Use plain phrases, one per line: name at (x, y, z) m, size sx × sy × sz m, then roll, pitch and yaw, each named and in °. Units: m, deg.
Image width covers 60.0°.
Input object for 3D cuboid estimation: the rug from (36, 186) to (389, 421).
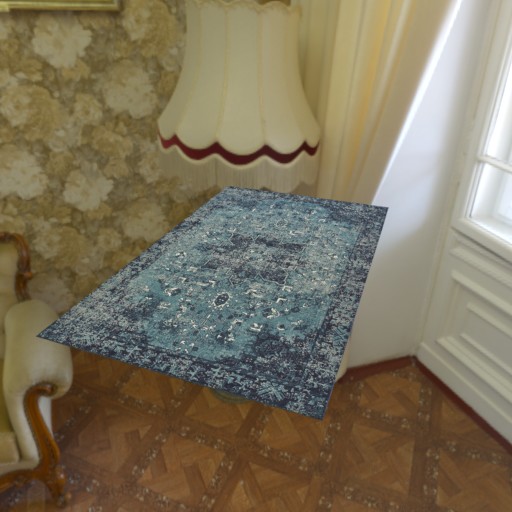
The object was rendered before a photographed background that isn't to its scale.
rug at (0.000, 0.000, 3.066) m, size 1.525 × 0.007 × 2.440 m, roll 10°, pitch 31°, yaw 18°
